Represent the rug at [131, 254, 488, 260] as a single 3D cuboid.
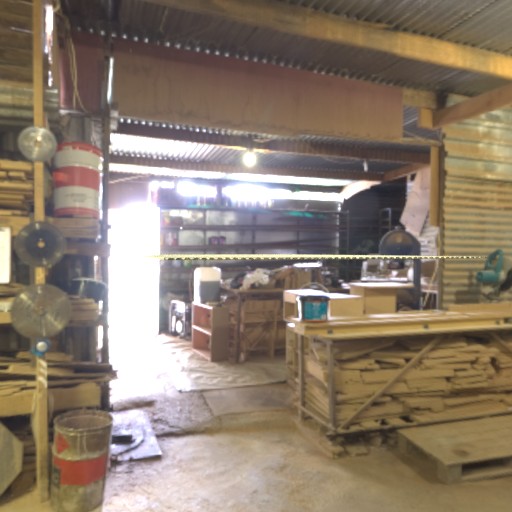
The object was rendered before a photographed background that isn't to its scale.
[{"bbox_3d":[0.000,0.000,3.032,1.524,0.010,2.438,0,1,-19],"label":"rug"}]
